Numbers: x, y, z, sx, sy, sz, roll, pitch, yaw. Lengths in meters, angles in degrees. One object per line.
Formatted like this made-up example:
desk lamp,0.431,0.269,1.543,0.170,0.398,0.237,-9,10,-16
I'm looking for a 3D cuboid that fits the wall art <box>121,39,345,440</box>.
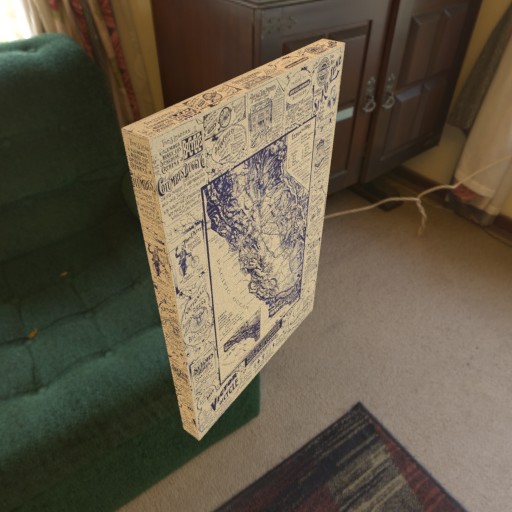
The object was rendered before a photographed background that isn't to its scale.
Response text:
wall art,0.000,0.000,0.760,0.040,0.601,0.408,26,47,27
